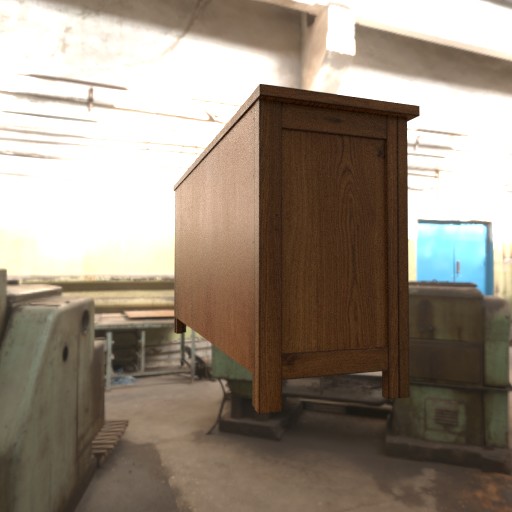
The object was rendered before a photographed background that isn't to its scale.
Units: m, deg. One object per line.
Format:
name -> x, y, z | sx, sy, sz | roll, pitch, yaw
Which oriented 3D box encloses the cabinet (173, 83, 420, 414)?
cabinet -> 0.000, 0.000, 1.851 | 0.480, 0.813, 1.474 | 0, -1, -19
